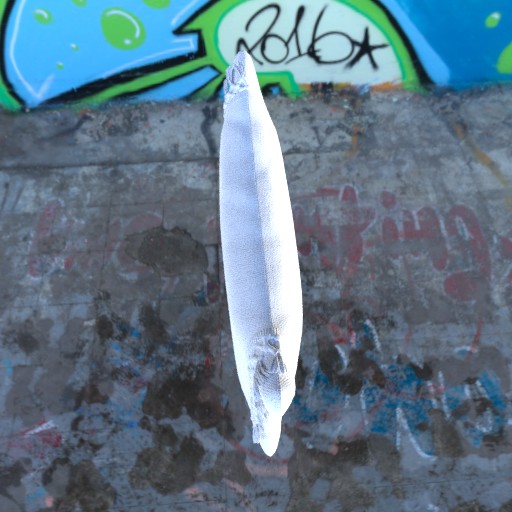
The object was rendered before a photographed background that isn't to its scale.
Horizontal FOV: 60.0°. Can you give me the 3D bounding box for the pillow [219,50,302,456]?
[{"bbox_3d":[0.000,0.000,0.592,0.084,0.305,0.466,-4,59,-2],"label":"pillow"}]
